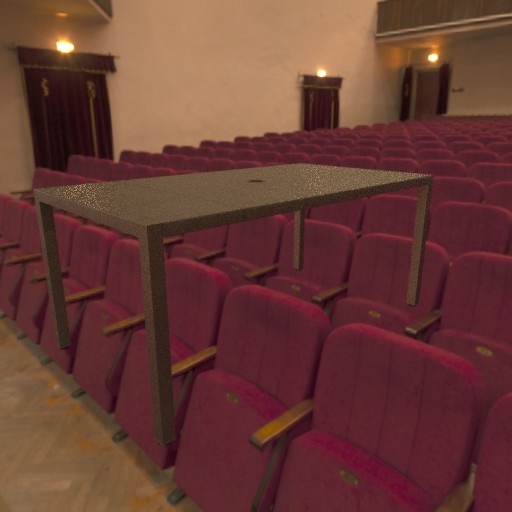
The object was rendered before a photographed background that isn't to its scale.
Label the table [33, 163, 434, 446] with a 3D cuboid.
[{"bbox_3d":[0.000,0.000,2.177,1.680,0.735,0.914,-15,23,-41],"label":"table"}]
